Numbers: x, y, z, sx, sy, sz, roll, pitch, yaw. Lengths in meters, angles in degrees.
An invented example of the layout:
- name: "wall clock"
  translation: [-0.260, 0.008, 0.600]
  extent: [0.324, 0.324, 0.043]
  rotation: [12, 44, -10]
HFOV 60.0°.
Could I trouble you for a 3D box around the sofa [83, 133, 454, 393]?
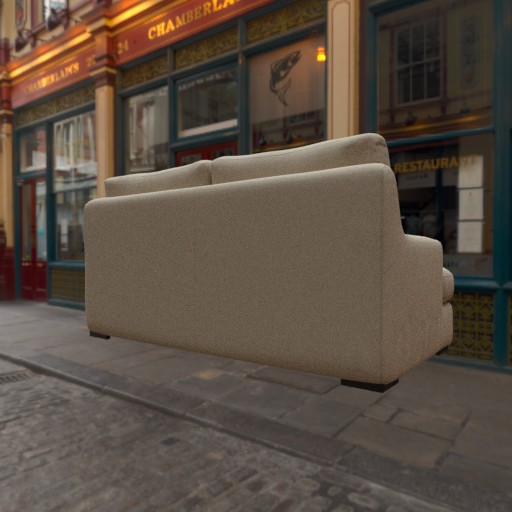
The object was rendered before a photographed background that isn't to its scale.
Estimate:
- name: "sofa"
  translation: [0.000, 0.000, 2.458]
  extent: [1.885, 0.967, 0.962]
  rotation: [0, 0, 37]
